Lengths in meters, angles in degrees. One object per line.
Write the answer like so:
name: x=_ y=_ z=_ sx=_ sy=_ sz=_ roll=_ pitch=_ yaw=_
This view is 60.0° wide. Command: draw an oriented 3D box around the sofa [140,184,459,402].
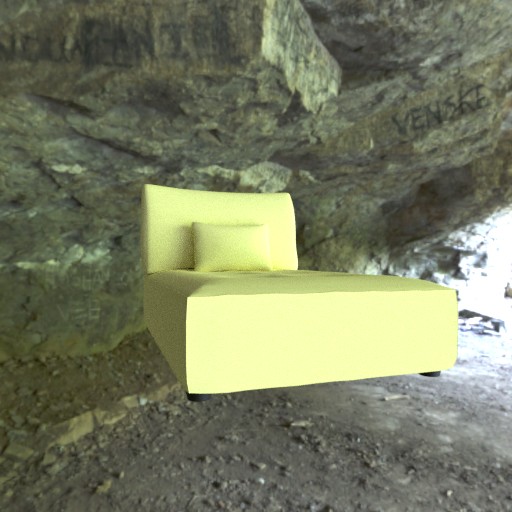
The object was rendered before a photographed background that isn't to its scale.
sofa: x=0.000 y=0.000 z=2.011 sx=0.930 sy=0.820 sz=1.450 roll=0 pitch=0 yaw=-19
